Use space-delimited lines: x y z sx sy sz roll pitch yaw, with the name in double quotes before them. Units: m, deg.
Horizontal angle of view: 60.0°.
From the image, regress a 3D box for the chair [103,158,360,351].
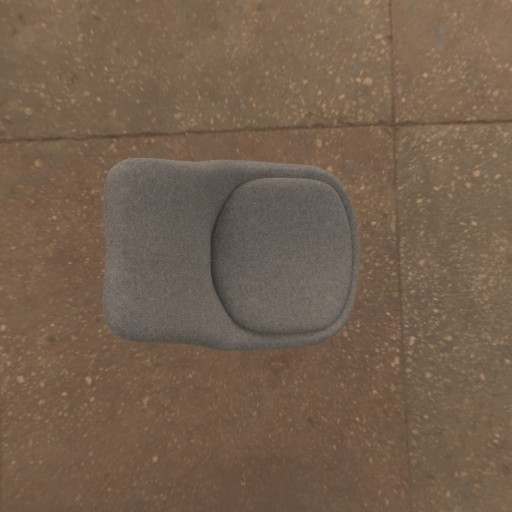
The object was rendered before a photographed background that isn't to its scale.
"chair" 0.000 0.000 1.202 0.550 0.865 0.483 0 88 -1
